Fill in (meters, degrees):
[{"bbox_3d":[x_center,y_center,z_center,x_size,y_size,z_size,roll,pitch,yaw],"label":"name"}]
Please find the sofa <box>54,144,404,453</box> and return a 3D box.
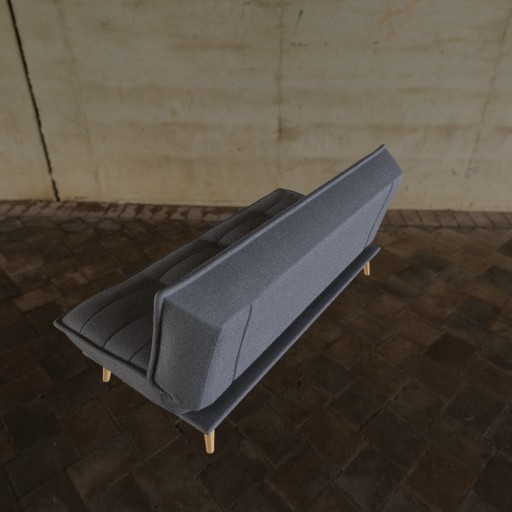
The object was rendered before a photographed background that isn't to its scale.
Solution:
[{"bbox_3d":[0.000,0.000,2.456,0.950,0.890,1.940,20,37,30],"label":"sofa"}]
